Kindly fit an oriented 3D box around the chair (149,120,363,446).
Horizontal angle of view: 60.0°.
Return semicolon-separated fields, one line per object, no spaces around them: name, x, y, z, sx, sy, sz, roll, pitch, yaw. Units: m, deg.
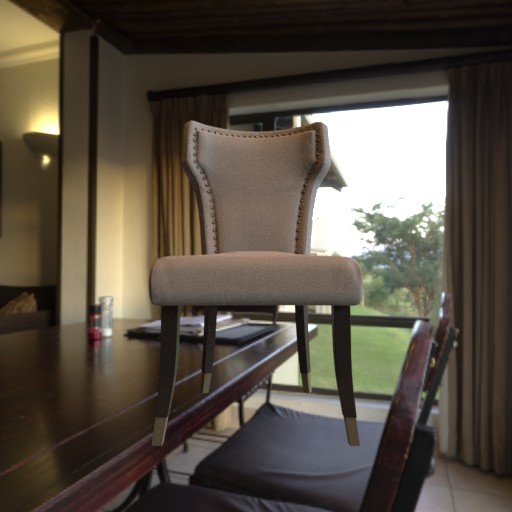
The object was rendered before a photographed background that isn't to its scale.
chair;0.000;0.000;1.366;0.526;0.950;0.630;0;-1;0
